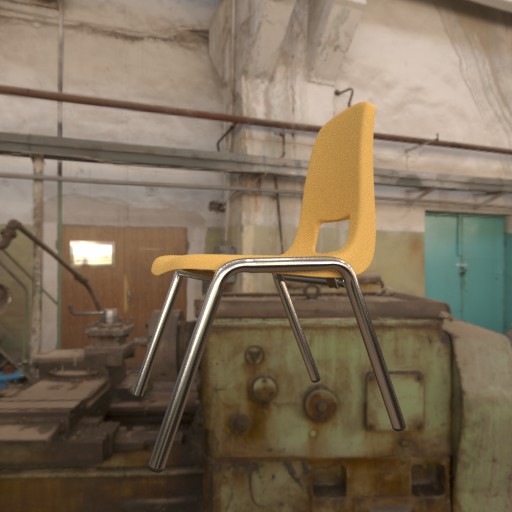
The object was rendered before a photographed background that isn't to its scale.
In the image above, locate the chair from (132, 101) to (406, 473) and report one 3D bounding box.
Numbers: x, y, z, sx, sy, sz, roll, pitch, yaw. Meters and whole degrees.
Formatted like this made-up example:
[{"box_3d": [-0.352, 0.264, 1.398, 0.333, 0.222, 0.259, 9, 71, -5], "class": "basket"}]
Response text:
[{"box_3d": [0.000, 0.000, 0.824, 0.423, 0.586, 0.354, 0, 0, -19], "class": "chair"}]
